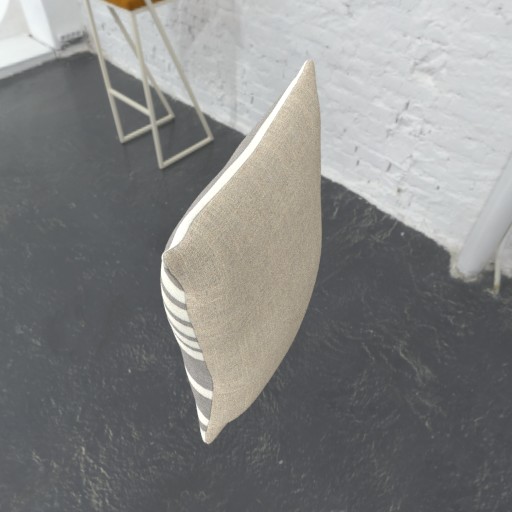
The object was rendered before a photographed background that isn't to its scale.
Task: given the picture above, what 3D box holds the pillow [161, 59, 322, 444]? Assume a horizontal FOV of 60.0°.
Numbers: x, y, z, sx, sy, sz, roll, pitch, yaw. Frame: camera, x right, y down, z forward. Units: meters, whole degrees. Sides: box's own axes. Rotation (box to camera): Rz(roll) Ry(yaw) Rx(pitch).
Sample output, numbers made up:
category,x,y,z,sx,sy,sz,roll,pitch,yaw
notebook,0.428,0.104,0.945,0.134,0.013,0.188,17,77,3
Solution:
category,x,y,z,sx,sy,sz,roll,pitch,yaw
pillow,0.000,0.000,0.680,0.182,0.440,0.439,17,49,15
